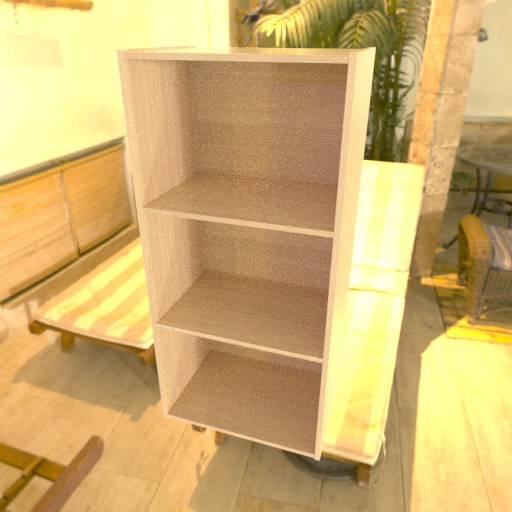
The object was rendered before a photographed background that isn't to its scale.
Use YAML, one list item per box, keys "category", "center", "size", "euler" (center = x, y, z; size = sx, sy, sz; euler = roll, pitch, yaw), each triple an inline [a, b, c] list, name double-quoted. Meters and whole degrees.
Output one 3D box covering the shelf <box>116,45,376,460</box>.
- category: "shelf"
  center: [0.000, 0.000, 1.032]
  size: [0.417, 0.876, 0.292]
  euler: [9, 28, 17]
